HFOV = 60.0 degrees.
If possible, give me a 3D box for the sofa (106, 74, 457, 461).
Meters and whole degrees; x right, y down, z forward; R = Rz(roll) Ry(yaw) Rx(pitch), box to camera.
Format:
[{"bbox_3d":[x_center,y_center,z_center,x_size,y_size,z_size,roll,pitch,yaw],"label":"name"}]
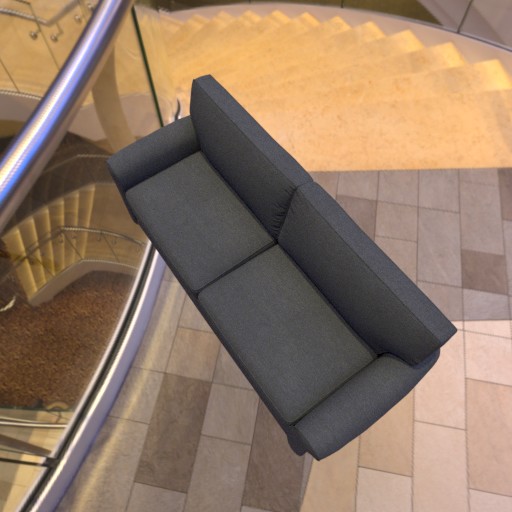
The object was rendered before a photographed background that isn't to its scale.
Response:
[{"bbox_3d":[0.000,0.000,2.860,0.954,1.026,2.391,-32,67,-16],"label":"sofa"}]
